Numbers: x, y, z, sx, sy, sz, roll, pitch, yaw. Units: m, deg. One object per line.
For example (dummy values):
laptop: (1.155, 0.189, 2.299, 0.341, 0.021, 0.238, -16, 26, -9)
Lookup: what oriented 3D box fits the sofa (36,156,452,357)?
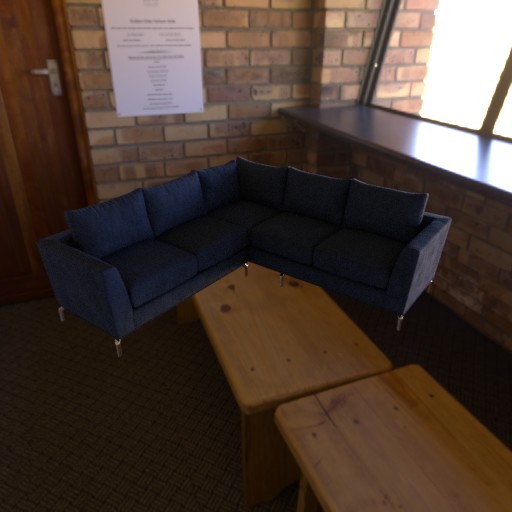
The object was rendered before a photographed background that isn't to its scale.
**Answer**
sofa: (0.000, 0.000, 3.790, 2.463, 0.988, 2.472, 19, 32, 33)
